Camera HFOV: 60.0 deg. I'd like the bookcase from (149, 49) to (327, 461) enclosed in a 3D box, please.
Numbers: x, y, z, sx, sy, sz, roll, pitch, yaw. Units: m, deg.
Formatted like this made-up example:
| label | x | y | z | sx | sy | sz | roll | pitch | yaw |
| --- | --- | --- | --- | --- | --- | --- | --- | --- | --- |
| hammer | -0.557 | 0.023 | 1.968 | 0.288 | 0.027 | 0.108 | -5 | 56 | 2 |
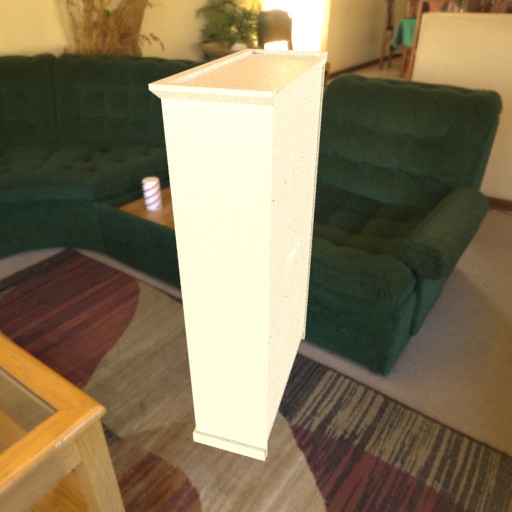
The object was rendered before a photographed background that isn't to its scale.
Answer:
| label | x | y | z | sx | sy | sz | roll | pitch | yaw |
| --- | --- | --- | --- | --- | --- | --- | --- | --- | --- |
| bookcase | 0.000 | 0.000 | 2.349 | 0.432 | 1.880 | 1.050 | 9 | 32 | 15 |
